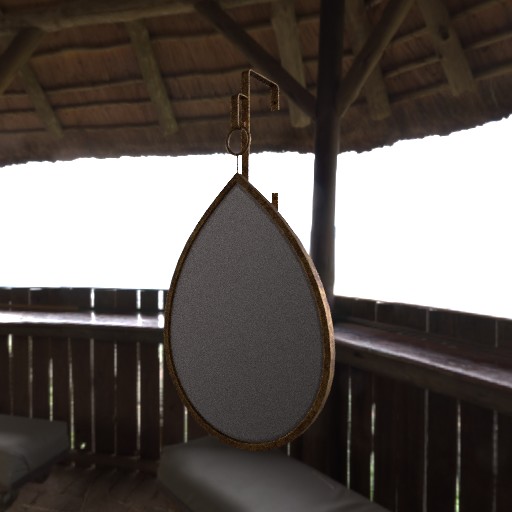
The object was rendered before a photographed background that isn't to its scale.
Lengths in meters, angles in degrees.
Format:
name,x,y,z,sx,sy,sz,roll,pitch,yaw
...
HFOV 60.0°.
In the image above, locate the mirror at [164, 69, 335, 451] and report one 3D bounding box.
name,x,y,z,sx,sy,sz,roll,pitch,yaw
mirror,0.000,0.000,0.914,0.405,0.744,0.144,0,0,36
